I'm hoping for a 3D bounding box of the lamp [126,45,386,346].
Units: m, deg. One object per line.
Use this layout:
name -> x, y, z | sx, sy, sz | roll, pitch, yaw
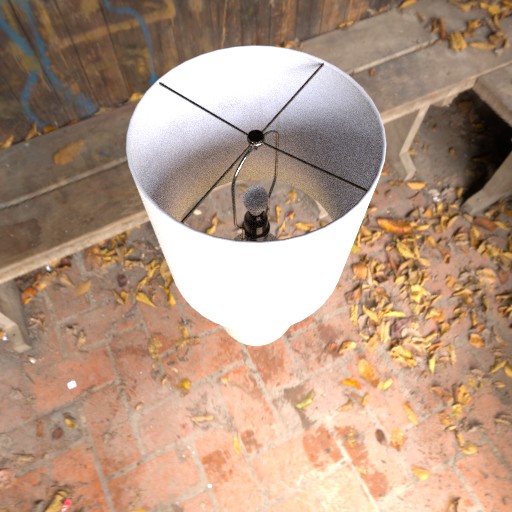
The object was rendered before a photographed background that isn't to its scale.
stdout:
lamp -> 0.000, 0.000, 0.572 | 0.217, 0.453, 0.217 | 31, 67, 15
